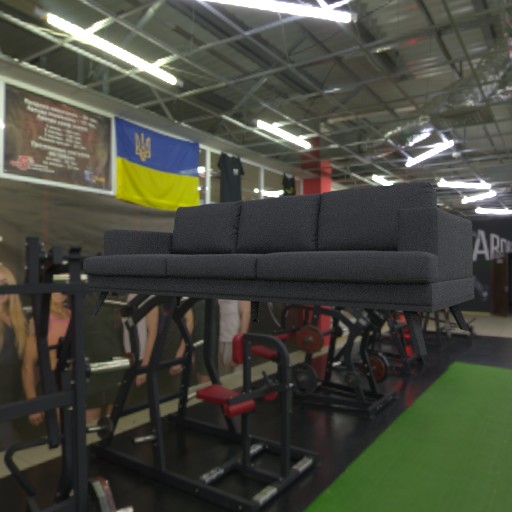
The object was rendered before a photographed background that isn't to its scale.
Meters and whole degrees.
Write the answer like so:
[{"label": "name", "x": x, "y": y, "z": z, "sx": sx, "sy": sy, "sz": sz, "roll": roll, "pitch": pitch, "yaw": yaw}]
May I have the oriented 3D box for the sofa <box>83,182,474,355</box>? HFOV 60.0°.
[{"label": "sofa", "x": 0.000, "y": 0.000, "z": 2.738, "sx": 2.310, "sy": 0.810, "sz": 0.920, "roll": -1, "pitch": -1, "yaw": 36}]
